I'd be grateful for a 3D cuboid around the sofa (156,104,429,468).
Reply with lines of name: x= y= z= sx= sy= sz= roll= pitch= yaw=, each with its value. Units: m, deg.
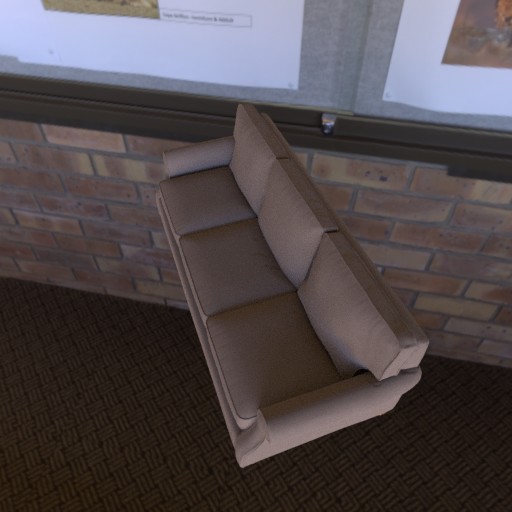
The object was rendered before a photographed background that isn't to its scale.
sofa: x=0.000 y=0.000 z=2.860 sx=0.966 sy=0.948 sz=2.353 roll=-15 pitch=49 yaw=-13
